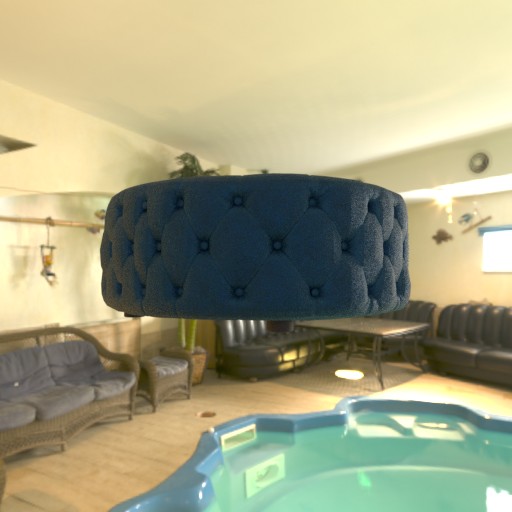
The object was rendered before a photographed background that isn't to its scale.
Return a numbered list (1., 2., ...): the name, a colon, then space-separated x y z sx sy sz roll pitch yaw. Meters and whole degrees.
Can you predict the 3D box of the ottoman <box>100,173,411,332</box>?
1. ottoman: 0.000 0.000 1.513 0.998 0.398 0.998 0 -2 0
